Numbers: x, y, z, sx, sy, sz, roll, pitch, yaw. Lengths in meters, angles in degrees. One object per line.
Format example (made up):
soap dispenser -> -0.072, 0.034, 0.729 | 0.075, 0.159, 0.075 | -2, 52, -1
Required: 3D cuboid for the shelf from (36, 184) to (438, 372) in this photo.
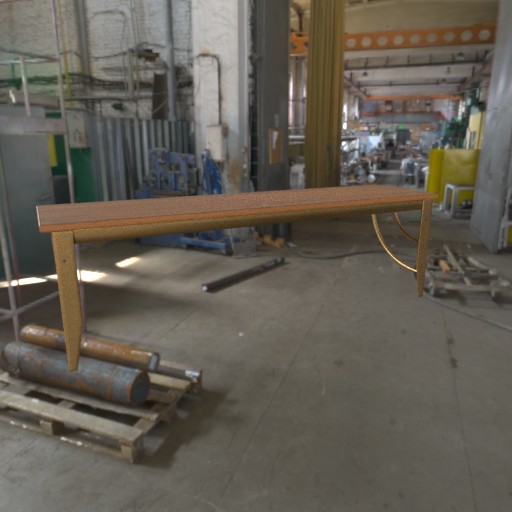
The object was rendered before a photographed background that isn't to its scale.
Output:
shelf -> 0.000, 0.000, 0.739 | 0.636, 0.190, 0.166 | -8, 17, -26
